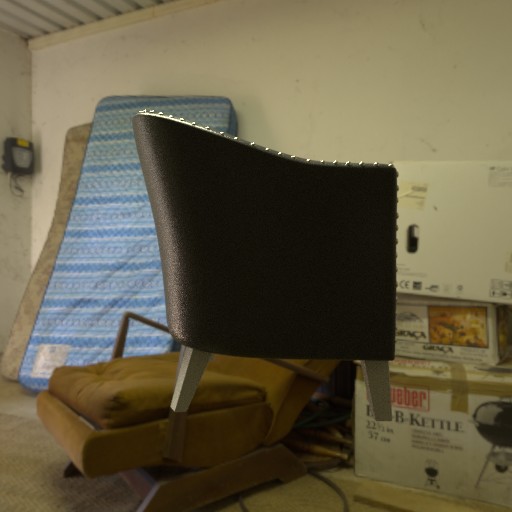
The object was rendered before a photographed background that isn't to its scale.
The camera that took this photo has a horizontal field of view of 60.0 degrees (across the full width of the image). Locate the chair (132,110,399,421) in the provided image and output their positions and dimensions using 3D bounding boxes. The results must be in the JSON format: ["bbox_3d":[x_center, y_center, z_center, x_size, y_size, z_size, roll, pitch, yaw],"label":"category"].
[{"bbox_3d":[0.000,0.000,1.436,0.748,0.823,0.794,0,0,1],"label":"chair"}]
